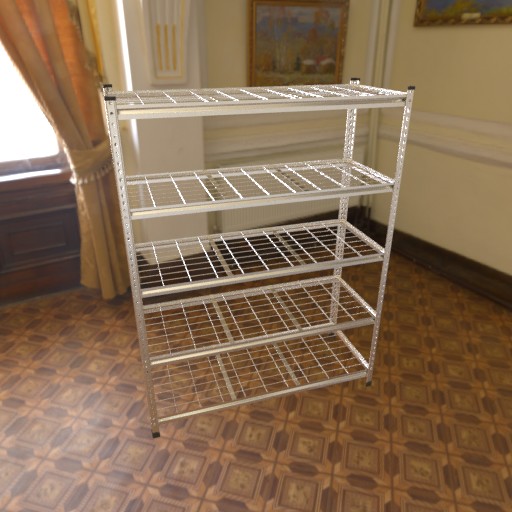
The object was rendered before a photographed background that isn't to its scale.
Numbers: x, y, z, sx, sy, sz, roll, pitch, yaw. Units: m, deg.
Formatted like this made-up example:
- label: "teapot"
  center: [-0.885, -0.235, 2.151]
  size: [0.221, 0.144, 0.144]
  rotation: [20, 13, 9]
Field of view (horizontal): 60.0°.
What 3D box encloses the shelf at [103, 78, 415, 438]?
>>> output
- label: "shelf"
  center: [0.000, 0.000, 2.748]
  size: [1.524, 1.981, 0.610]
  rotation: [-8, 27, -16]
